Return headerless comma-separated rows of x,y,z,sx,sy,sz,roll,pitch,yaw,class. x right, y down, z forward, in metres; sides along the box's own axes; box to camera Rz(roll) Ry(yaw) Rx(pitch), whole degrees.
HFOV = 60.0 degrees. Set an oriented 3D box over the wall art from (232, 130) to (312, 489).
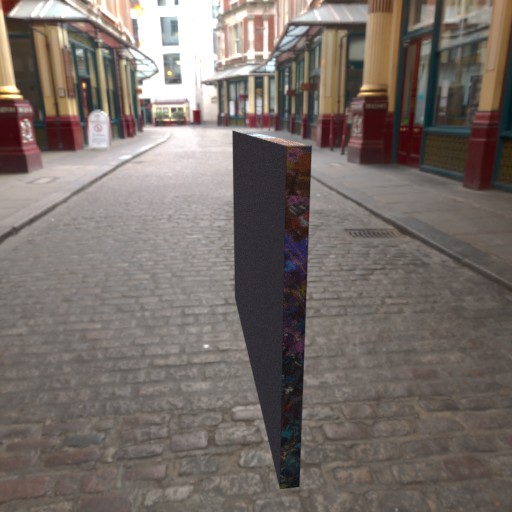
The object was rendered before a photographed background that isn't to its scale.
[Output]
0.000,0.000,1.145,0.037,0.604,0.908,-2,17,-7,wall art
